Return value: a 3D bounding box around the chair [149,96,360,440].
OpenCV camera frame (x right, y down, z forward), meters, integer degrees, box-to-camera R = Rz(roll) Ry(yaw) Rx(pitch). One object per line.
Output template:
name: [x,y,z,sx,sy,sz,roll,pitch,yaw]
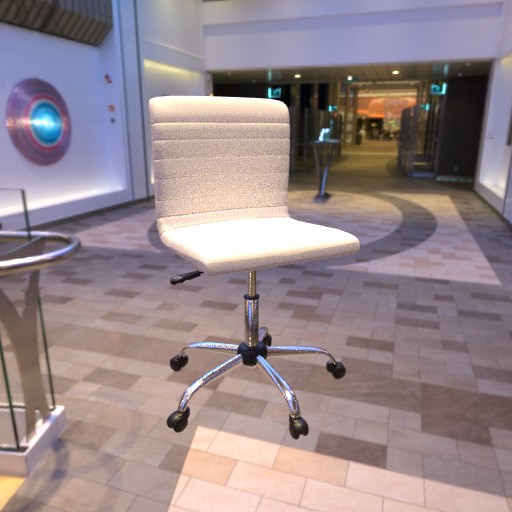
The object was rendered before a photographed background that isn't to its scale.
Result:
chair: [0.000,0.000,1.081,0.520,0.750,0.455,-8,18,-27]
